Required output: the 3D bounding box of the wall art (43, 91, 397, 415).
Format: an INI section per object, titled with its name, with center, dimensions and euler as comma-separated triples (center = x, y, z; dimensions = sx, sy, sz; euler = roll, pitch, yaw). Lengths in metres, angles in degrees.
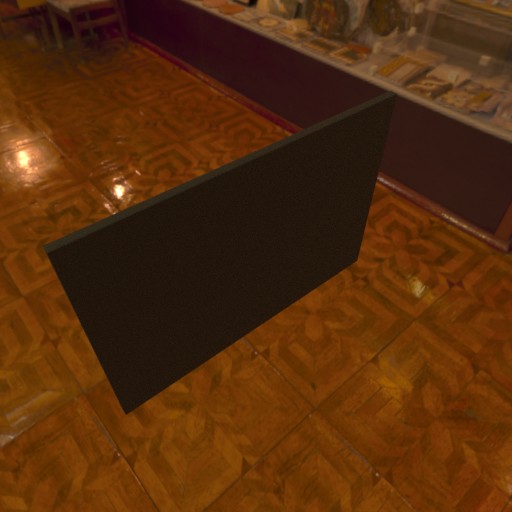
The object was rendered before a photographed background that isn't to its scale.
[wall art]
center = 0.000, 0.000, 1.229
dimensions = 0.958, 0.656, 0.026
euler = -30, 53, -26
